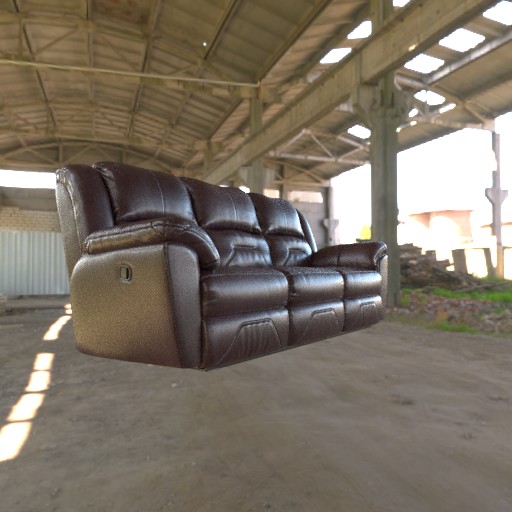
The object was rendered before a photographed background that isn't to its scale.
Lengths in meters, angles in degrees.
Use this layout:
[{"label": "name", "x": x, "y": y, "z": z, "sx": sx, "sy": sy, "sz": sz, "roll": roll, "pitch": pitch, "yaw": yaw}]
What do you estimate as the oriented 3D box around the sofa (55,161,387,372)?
[{"label": "sofa", "x": 0.000, "y": 0.000, "z": 2.881, "sx": 0.991, "sy": 1.043, "sz": 2.337, "roll": -1, "pitch": -2, "yaw": 37}]
